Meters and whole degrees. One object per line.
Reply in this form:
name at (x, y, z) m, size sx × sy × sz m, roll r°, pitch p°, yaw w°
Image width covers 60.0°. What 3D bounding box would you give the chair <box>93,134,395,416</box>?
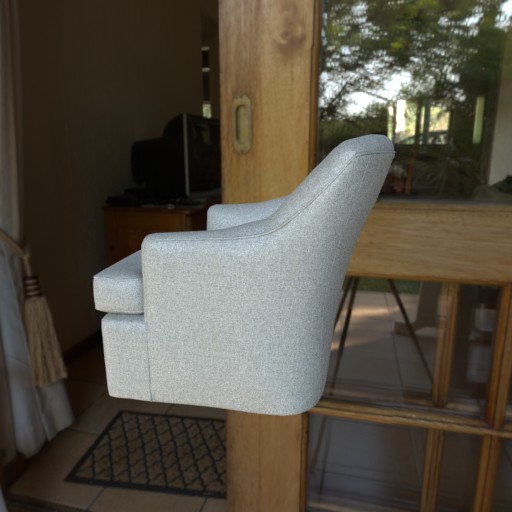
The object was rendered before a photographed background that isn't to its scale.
chair at (0.000, 0.000, 1.644) m, size 0.923 × 0.856 × 0.864 m, roll 2°, pitch 13°, yaw 9°
